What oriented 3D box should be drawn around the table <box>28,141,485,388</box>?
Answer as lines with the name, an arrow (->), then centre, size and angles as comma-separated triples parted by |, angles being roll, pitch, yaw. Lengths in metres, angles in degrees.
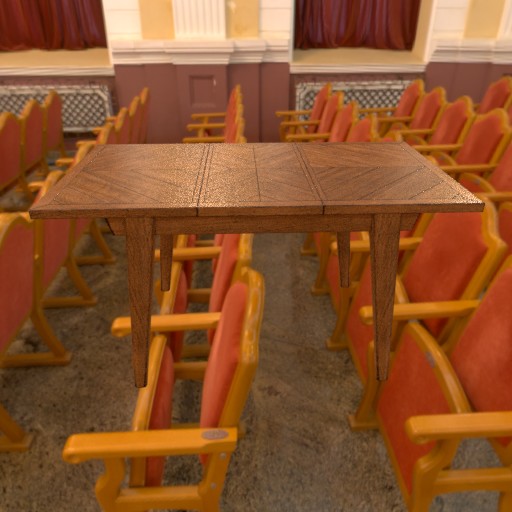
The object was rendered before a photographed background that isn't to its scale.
table -> 0.000, 0.000, 1.871 | 1.400, 0.760, 0.757 | -1, 29, -2
